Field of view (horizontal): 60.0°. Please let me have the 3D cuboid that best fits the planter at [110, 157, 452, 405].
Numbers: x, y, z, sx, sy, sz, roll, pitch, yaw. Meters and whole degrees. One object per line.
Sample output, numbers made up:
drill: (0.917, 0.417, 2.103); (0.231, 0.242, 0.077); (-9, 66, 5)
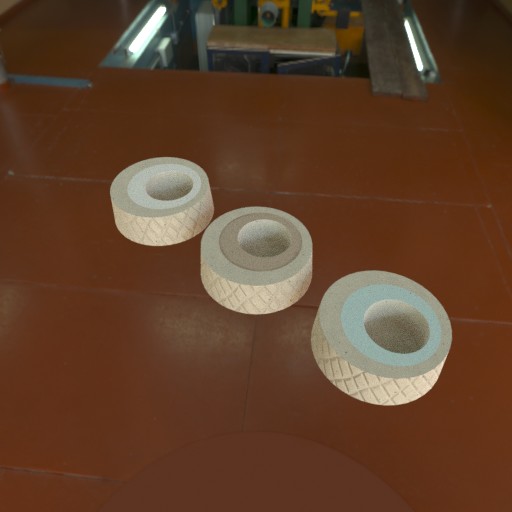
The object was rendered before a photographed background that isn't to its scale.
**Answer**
planter: (0.000, 0.000, 0.439); (0.390, 0.038, 0.114); (32, 54, 26)
